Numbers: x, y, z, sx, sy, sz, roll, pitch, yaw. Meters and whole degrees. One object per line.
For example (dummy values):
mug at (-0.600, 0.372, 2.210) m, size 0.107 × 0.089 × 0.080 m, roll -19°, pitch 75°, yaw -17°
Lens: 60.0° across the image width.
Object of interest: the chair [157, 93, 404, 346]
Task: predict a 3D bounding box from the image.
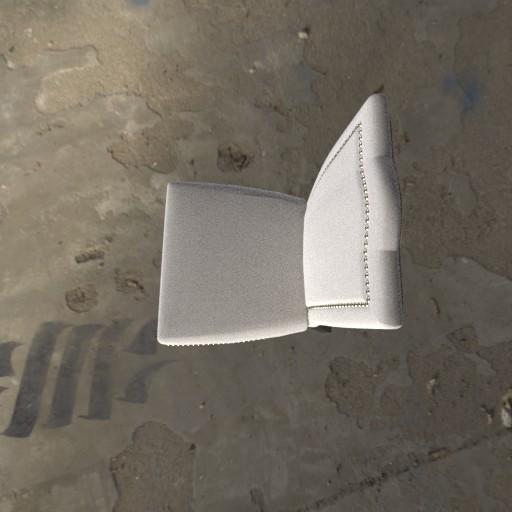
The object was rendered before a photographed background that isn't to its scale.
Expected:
chair at (0.000, 0.000, 1.311) m, size 0.589 × 0.946 × 0.518 m, roll 1°, pitch 76°, yaw 0°
